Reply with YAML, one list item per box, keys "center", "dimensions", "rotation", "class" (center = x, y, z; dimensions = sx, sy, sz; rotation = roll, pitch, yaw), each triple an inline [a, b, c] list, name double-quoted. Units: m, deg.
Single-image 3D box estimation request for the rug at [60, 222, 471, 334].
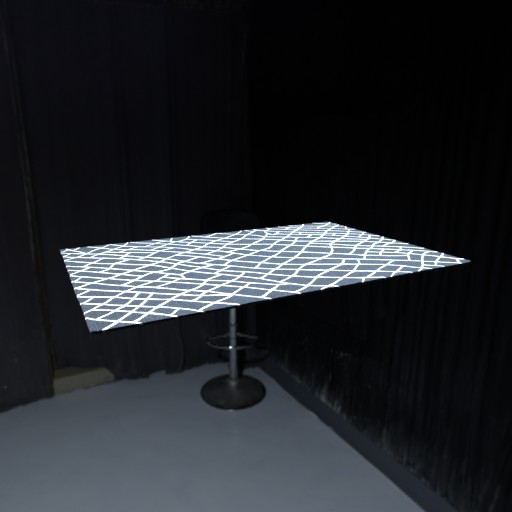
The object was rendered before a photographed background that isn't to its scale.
- center: [0.000, 0.000, 2.351]
  dimensions: [1.830, 0.013, 1.223]
  rotation: [-8, 17, -26]
  class: "rug"
